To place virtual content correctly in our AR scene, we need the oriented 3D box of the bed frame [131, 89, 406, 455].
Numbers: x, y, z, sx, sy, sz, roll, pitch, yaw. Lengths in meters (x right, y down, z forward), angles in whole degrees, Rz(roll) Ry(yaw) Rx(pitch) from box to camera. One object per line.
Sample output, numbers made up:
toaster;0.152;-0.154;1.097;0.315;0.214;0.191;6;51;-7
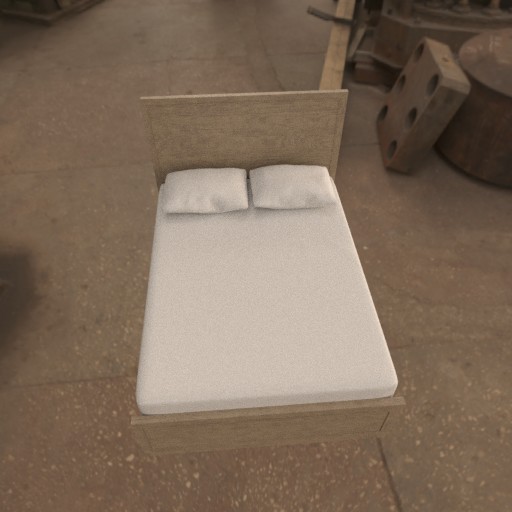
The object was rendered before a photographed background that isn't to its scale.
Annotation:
bed frame;0.000;0.000;3.183;1.606;1.369;2.189;-3;47;-3
